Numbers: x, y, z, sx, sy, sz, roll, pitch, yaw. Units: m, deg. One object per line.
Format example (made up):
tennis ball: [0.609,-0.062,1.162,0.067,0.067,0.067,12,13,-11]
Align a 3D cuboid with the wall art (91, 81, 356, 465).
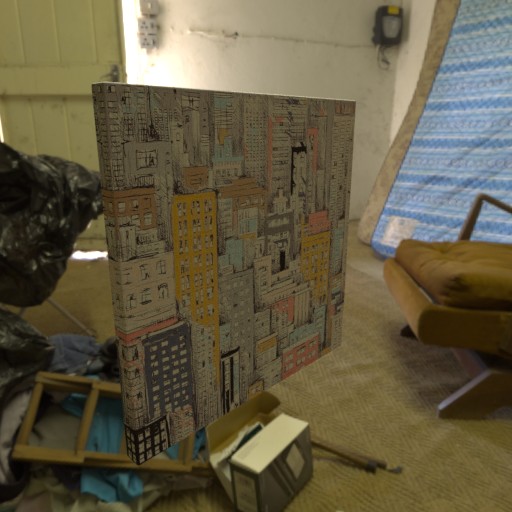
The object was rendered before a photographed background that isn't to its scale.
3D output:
wall art: [0.000,0.000,0.883,0.038,0.608,0.607,15,22,42]
